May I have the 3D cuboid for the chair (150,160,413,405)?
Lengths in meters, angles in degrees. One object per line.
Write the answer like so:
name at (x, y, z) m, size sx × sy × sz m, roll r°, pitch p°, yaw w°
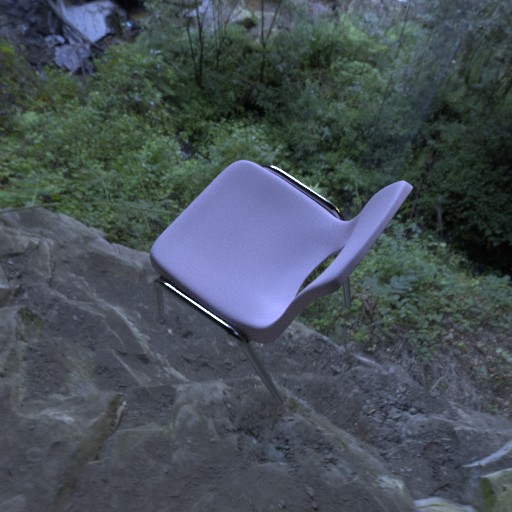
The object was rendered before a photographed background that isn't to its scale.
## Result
chair at (0.000, 0.000, 0.969) m, size 0.436 × 0.704 × 0.381 m, roll 35°, pitch 69°, yaw 15°
